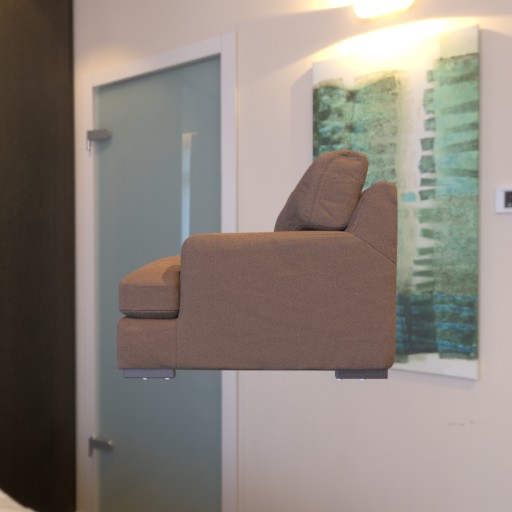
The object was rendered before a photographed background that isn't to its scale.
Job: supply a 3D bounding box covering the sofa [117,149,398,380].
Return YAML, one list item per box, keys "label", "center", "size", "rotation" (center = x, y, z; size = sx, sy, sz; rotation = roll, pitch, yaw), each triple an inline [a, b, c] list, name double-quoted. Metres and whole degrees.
- label: "sofa"
  center: [0.000, 0.000, 2.858]
  size: [1.140, 0.950, 2.274]
  rotation: [0, 1, 0]
